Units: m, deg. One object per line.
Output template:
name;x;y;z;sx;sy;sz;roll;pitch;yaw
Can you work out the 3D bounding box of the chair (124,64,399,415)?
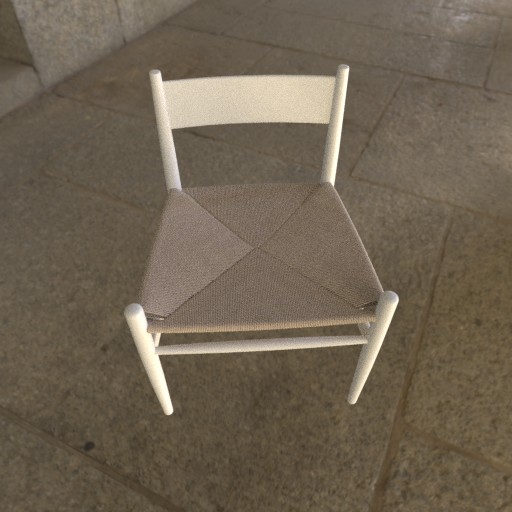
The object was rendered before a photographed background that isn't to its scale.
chair;0.000;0.000;1.126;0.556;0.762;0.495;-3;48;-2
